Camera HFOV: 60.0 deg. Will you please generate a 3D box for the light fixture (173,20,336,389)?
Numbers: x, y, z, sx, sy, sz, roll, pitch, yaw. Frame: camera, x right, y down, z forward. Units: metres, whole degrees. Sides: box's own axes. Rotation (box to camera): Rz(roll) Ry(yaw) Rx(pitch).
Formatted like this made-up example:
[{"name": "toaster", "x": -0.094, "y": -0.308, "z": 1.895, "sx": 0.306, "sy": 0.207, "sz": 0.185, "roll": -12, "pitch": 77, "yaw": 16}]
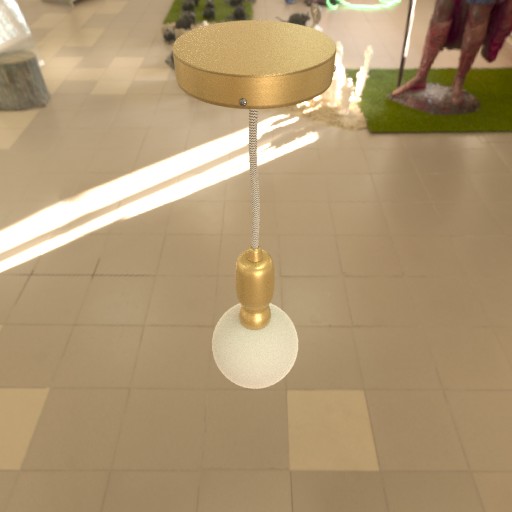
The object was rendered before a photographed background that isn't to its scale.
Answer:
[{"name": "light fixture", "x": 0.000, "y": 0.000, "z": 0.564, "sx": 0.146, "sy": 0.510, "sz": 0.147, "roll": 0, "pitch": 43, "yaw": 0}]
